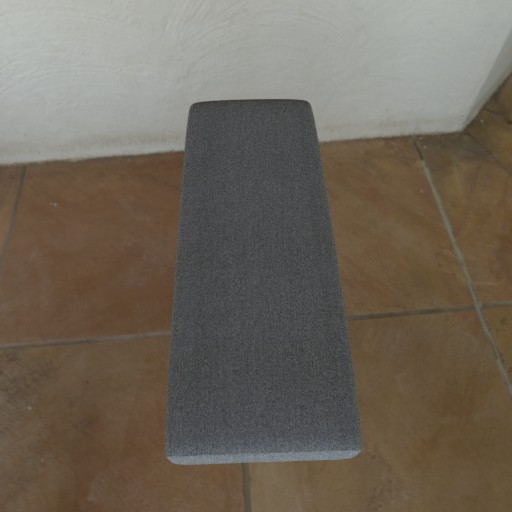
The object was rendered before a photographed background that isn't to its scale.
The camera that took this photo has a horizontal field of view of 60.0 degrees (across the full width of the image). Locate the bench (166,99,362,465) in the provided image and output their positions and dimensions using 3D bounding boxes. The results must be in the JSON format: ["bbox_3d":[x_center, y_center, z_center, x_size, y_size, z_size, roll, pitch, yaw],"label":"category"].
[{"bbox_3d":[0.000,0.000,1.873,0.631,0.384,1.598,-2,58,-1],"label":"bench"}]
